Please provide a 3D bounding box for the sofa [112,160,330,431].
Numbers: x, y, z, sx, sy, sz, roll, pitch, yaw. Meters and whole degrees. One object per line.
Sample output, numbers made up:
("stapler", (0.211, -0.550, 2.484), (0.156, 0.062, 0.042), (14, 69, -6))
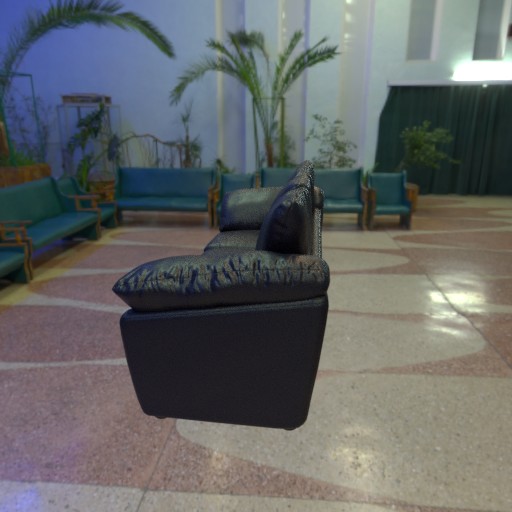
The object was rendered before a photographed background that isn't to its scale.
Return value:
("sofa", (0.000, 0.000, 2.866), (0.880, 1.073, 2.336), (2, 17, 8))
